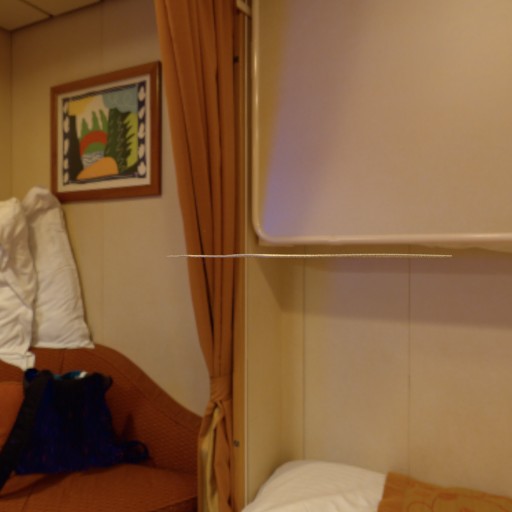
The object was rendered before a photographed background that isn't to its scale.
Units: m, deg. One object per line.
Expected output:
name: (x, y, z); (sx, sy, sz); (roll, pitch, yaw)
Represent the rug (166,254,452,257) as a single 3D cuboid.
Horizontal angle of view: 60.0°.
rug: (0.000, 0.000, 2.747); (0.762, 0.013, 2.439); (0, 0, -19)
